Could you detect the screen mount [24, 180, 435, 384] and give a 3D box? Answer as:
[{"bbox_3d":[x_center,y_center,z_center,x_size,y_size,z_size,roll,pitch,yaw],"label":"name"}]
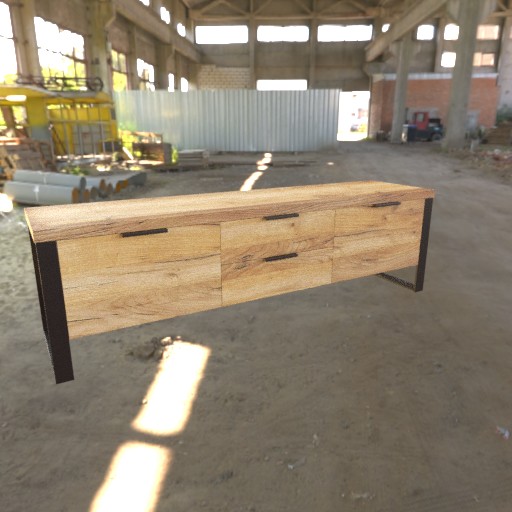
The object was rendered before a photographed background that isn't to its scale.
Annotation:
[{"bbox_3d":[0.000,0.000,1.712,1.524,0.450,0.395,-9,19,-28],"label":"screen mount"}]
